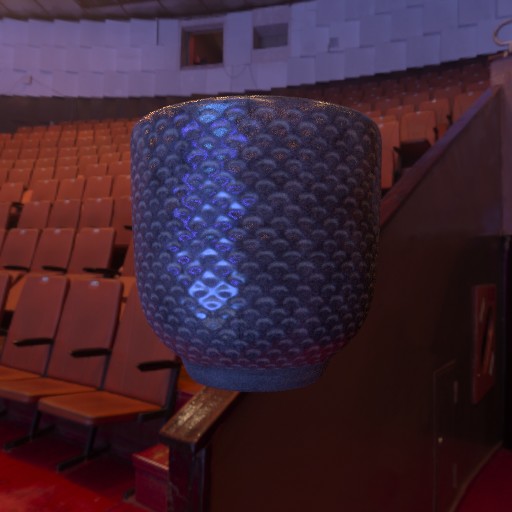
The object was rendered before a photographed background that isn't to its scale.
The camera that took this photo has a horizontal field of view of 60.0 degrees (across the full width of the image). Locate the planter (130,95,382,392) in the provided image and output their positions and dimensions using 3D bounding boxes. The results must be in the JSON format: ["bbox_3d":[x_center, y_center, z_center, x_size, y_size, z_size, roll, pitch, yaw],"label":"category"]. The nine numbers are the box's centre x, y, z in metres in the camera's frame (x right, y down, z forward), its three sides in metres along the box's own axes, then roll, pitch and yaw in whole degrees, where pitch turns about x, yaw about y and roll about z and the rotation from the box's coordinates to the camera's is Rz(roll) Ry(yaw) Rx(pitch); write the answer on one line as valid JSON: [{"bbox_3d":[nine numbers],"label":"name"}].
[{"bbox_3d":[0.000,0.000,0.359,0.197,0.191,0.197,0,-1,0],"label":"planter"}]
